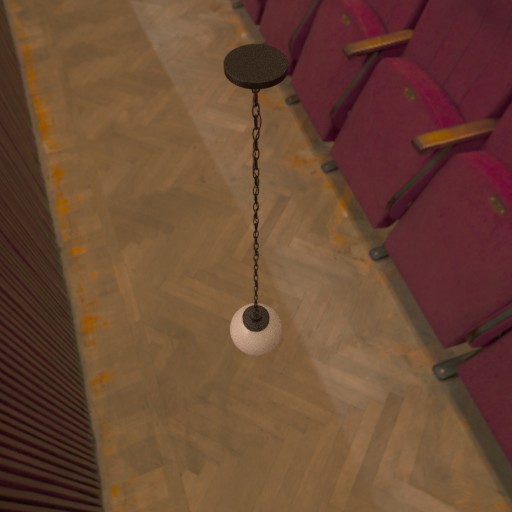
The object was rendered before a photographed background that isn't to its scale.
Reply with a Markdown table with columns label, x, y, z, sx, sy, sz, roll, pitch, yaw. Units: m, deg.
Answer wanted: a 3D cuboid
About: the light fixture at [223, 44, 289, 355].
| label | x | y | z | sx | sy | sz | roll | pitch | yaw |
| --- | --- | --- | --- | --- | --- | --- | --- | --- | --- |
| light fixture | 0.000 | 0.000 | 1.950 | 0.305 | 1.867 | 0.304 | -15 | 58 | -10 |
